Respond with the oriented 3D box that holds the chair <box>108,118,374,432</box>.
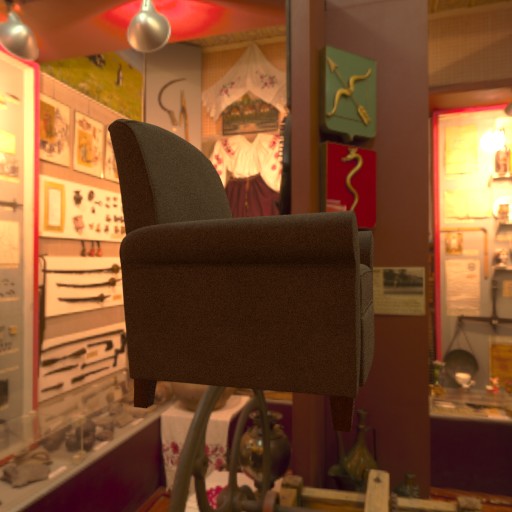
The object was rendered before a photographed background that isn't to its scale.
[{"bbox_3d":[0.000,0.000,1.787,0.905,1.061,0.978,0,-1,18],"label":"chair"}]
